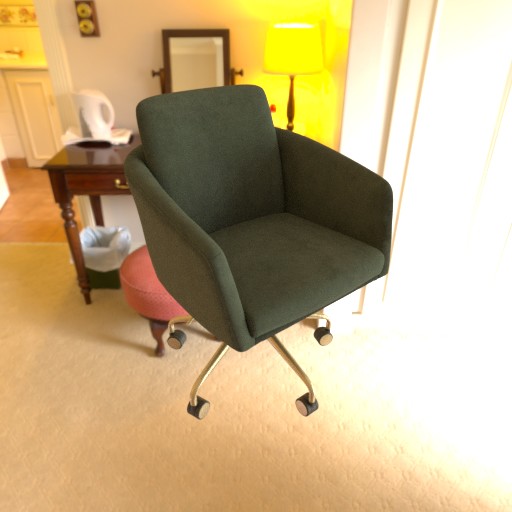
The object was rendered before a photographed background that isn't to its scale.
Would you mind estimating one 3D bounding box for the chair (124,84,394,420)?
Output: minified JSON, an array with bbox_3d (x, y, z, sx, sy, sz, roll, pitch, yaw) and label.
[{"bbox_3d":[0.000,0.000,1.371,0.641,0.908,0.635,-21,36,-32],"label":"chair"}]
